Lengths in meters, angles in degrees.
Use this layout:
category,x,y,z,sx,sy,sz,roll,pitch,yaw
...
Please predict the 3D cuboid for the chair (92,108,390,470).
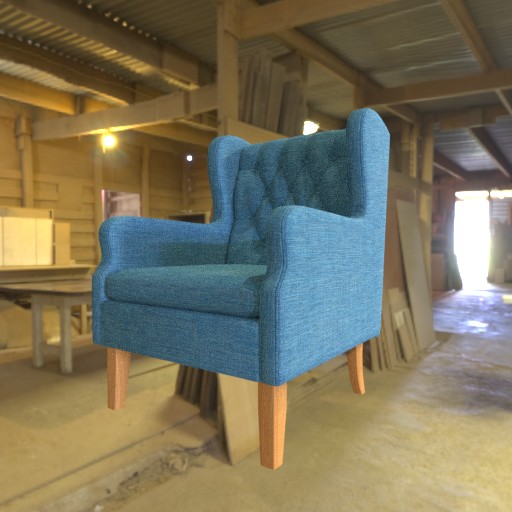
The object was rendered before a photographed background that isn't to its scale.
category,x,y,z,sx,sy,sz,roll,pitch,yaw
chair,0.000,0.000,1.471,0.711,0.952,0.775,1,2,37
